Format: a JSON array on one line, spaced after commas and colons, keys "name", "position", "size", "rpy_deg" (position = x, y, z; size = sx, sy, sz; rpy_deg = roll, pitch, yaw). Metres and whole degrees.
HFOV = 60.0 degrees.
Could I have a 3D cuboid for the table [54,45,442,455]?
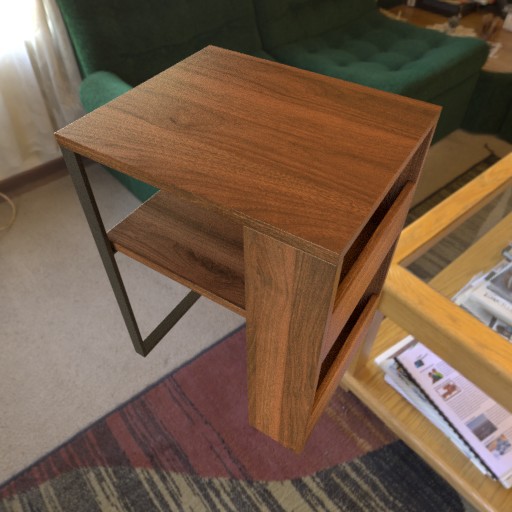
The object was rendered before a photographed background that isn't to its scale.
[{"name": "table", "position": [0.000, 0.000, 1.539], "size": [0.786, 1.041, 0.660], "rpy_deg": [25, 51, 22]}]
